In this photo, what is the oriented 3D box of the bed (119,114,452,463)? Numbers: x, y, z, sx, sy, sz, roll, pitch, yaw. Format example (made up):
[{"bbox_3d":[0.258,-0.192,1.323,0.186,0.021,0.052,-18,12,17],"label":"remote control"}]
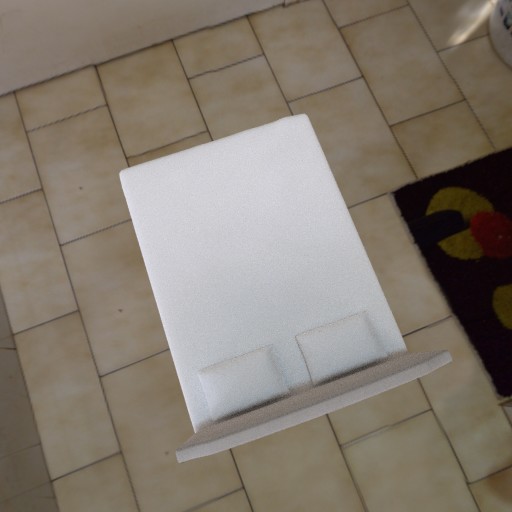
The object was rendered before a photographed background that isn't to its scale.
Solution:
[{"bbox_3d":[0.000,0.000,2.949,1.558,1.270,1.999,-19,76,-5],"label":"bed"}]
